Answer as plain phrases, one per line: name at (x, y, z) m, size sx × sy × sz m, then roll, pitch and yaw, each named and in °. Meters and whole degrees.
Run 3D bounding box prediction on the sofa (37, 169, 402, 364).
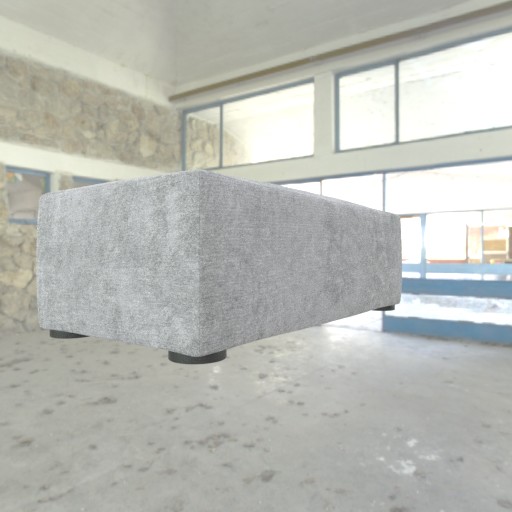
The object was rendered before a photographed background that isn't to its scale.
sofa at (0.000, 0.000, 1.153) m, size 0.480 × 0.330 × 0.930 m, roll 0°, pitch 0°, yaw 36°
